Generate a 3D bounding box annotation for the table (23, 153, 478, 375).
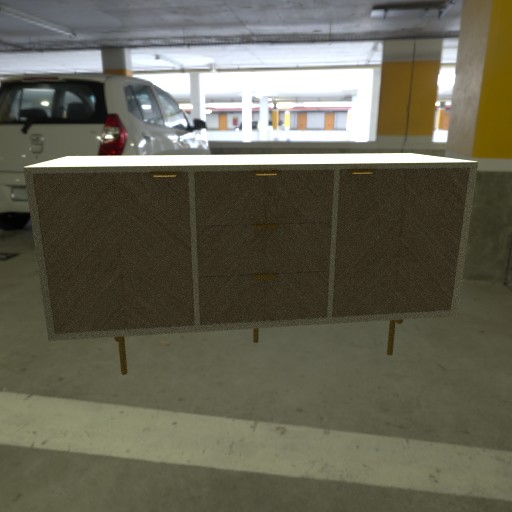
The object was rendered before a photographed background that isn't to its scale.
[{"bbox_3d":[0.000,0.000,1.794,1.500,0.769,0.508,-2,17,-8],"label":"table"}]
